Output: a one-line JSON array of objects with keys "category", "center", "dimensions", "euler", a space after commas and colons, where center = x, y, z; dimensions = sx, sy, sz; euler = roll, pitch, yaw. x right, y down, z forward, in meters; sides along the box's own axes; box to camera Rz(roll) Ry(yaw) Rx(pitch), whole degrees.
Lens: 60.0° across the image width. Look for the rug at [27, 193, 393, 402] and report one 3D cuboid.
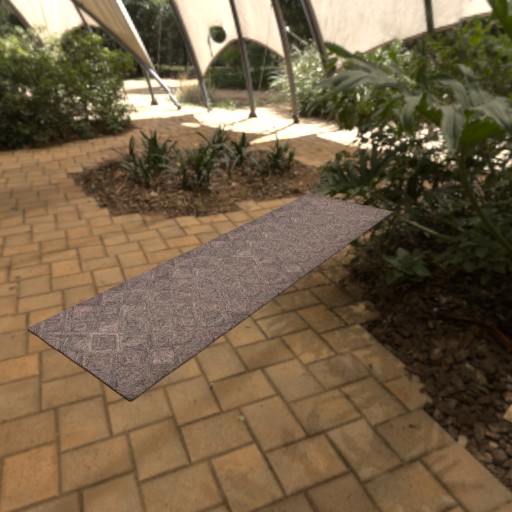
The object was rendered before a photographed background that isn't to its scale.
[{"category": "rug", "center": [0.000, 0.000, 2.505], "dimensions": [0.691, 0.011, 2.296], "euler": [19, 32, 33]}]
